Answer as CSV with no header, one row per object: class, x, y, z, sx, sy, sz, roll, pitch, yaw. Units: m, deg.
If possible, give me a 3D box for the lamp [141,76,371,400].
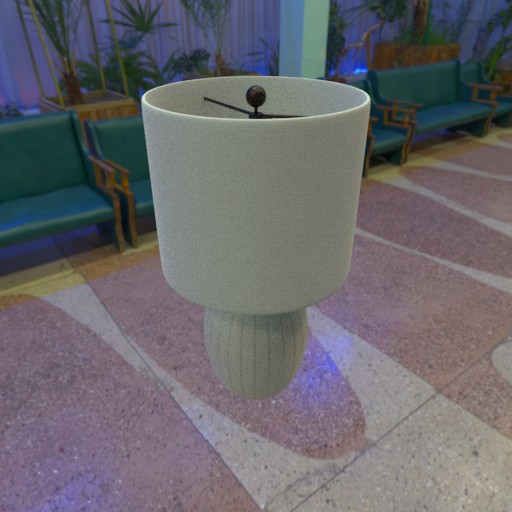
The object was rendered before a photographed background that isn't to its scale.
lamp,0.000,0.000,0.784,0.328,0.570,0.328,0,30,0
